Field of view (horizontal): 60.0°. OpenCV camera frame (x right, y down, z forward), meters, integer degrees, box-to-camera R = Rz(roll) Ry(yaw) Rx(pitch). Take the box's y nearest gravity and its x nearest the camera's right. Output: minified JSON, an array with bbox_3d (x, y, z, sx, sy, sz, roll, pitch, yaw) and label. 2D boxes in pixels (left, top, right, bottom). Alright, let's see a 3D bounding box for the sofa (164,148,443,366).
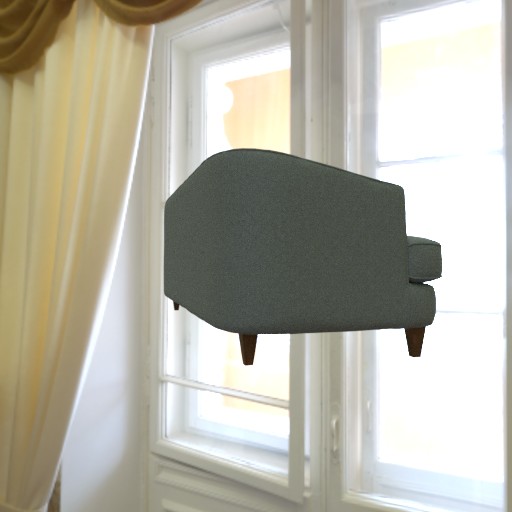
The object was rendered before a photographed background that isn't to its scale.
[{"bbox_3d":[0.000,0.000,2.746,0.941,0.855,2.278,0,-1,-18],"label":"sofa"}]
